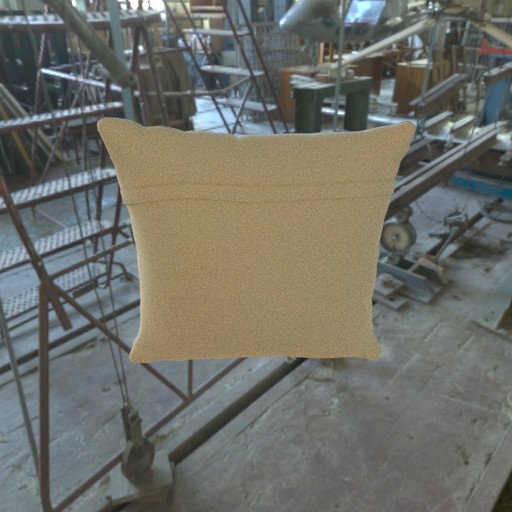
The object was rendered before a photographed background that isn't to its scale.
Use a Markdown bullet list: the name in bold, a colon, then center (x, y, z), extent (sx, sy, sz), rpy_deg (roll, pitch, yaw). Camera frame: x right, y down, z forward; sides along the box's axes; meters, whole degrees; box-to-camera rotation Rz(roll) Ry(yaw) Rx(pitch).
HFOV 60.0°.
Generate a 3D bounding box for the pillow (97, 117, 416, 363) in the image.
- **pillow**: center (0.000, 0.000, 0.826), extent (0.536, 0.506, 0.229), rpy_deg (-1, 29, -1)
